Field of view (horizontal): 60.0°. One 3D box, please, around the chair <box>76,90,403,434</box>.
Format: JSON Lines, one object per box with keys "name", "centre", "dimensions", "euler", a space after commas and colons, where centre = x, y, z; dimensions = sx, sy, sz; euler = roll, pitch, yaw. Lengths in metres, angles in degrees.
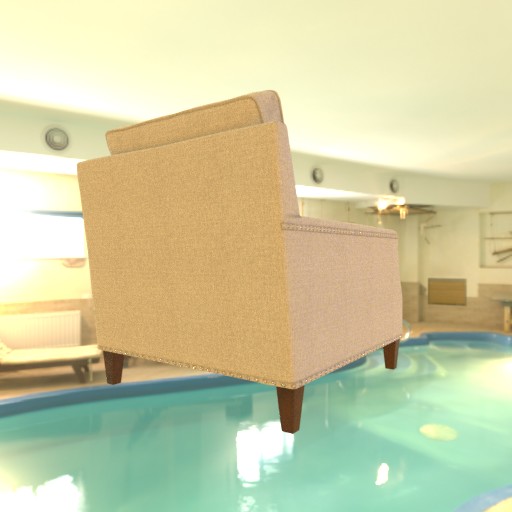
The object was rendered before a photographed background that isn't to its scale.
{"name": "chair", "centre": [0.000, 0.000, 1.725], "dimensions": [0.853, 0.943, 1.014], "euler": [0, 0, 36]}
